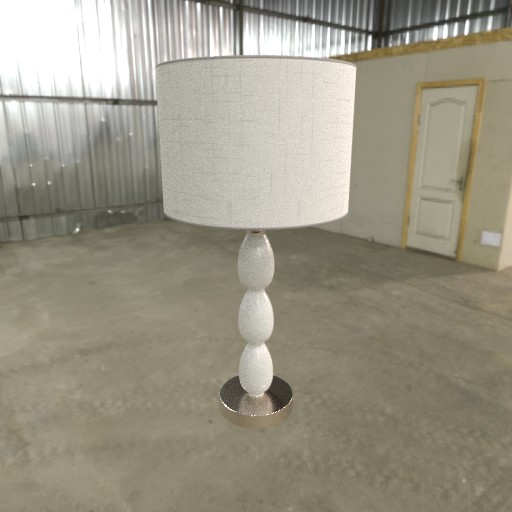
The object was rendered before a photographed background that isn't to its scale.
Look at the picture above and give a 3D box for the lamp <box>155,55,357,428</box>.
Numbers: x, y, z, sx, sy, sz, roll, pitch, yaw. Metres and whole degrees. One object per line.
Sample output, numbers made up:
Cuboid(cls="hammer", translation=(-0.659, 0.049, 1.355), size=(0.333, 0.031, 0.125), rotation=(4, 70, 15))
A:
Cuboid(cls="lamp", translation=(0.000, 0.000, 0.714), size=(0.282, 0.559, 0.280), rotation=(-2, 17, -8))
